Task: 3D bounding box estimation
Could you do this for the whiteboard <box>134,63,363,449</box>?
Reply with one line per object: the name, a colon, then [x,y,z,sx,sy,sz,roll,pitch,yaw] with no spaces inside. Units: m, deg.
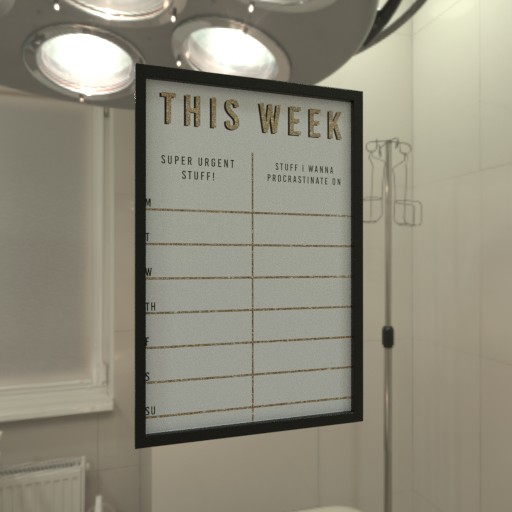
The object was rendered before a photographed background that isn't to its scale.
whiteboard: [0.000,0.000,0.770,0.406,0.611,0.026,0,0,-17]
